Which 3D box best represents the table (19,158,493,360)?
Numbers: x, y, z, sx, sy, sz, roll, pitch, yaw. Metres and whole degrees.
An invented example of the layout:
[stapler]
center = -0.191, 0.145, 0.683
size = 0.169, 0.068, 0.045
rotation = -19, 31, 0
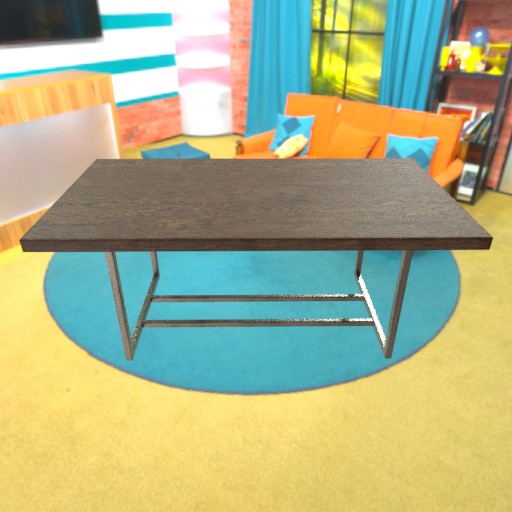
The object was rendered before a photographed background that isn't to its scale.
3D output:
[table]
center = 0.000, 0.000, 2.520
size = 1.989, 0.795, 1.078
rotation = 0, 30, -1
